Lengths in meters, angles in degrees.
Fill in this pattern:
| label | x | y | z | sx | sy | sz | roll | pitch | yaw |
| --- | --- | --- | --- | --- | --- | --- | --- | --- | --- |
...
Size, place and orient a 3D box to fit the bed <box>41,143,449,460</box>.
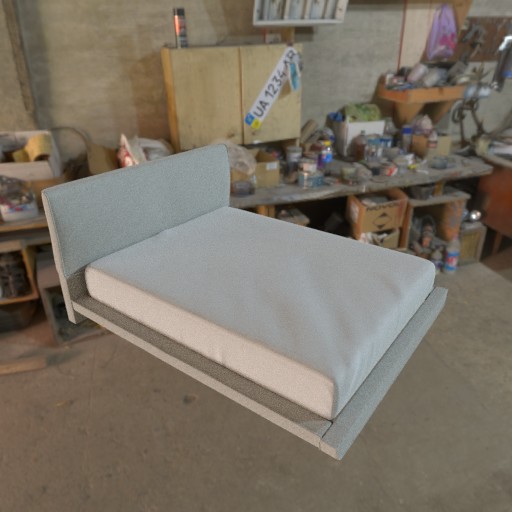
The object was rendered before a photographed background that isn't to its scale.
| label | x | y | z | sx | sy | sz | roll | pitch | yaw |
| --- | --- | --- | --- | --- | --- | --- | --- | --- | --- |
| bed | 0.000 | 0.000 | 3.450 | 2.498 | 1.126 | 1.980 | 18 | 32 | 32 |
